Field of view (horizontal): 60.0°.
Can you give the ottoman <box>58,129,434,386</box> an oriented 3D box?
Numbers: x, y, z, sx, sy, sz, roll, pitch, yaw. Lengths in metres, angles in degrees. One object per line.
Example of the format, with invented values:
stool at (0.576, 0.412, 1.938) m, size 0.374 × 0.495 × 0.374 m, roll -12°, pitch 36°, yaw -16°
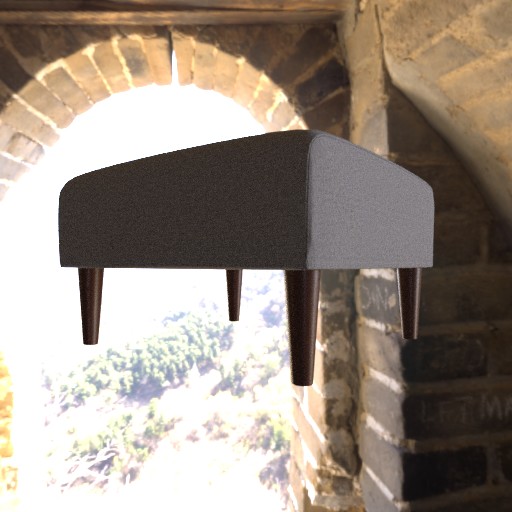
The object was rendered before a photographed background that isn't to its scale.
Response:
ottoman at (0.000, 0.000, 1.039) m, size 0.655 × 0.399 × 0.648 m, roll -1°, pitch -1°, yaw 37°
